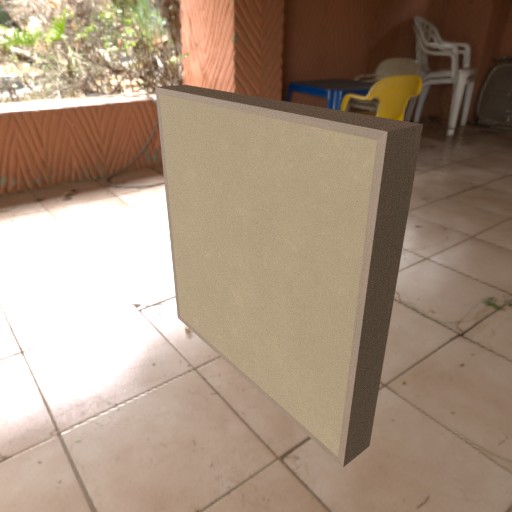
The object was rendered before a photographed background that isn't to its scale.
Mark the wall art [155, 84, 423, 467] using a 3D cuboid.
[{"bbox_3d":[0.000,0.000,0.455,0.038,0.303,0.304,-20,33,-34],"label":"wall art"}]
